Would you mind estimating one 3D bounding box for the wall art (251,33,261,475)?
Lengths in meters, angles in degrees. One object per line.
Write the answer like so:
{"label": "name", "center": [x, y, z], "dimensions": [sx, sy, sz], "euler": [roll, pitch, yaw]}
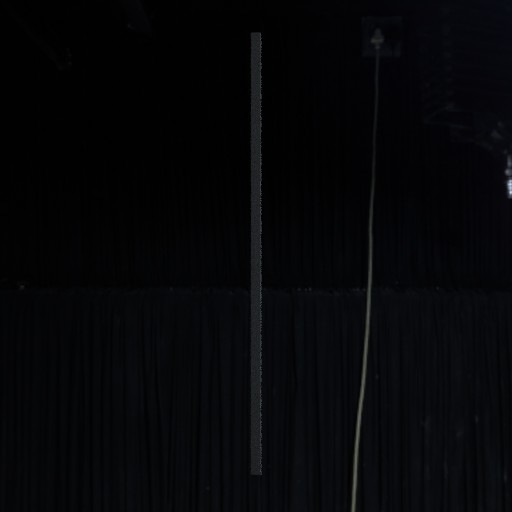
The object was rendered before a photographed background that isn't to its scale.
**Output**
{"label": "wall art", "center": [0.000, 0.000, 0.880], "dimensions": [0.013, 0.584, 0.584], "euler": [0, -1, 0]}
